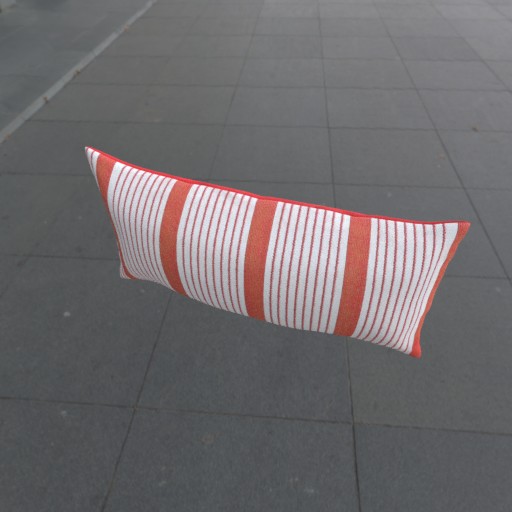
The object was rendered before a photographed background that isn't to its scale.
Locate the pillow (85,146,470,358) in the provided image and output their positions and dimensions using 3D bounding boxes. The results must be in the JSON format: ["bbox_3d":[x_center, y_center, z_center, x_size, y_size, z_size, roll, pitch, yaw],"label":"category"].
[{"bbox_3d":[0.000,0.000,0.755,0.608,0.297,0.151,13,43,15],"label":"pillow"}]
